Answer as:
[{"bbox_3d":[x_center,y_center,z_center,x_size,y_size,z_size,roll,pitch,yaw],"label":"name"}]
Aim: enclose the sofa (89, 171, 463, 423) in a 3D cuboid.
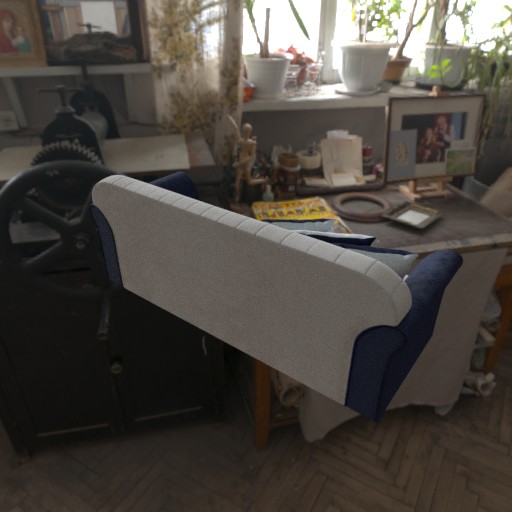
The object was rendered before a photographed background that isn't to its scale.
[{"bbox_3d":[0.000,0.000,2.532,2.006,0.789,0.749,21,36,31],"label":"sofa"}]
